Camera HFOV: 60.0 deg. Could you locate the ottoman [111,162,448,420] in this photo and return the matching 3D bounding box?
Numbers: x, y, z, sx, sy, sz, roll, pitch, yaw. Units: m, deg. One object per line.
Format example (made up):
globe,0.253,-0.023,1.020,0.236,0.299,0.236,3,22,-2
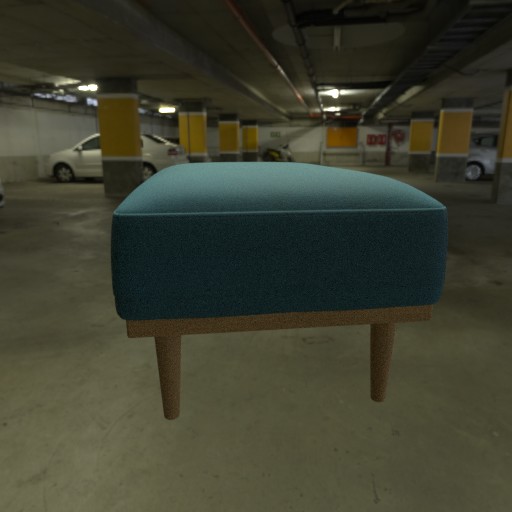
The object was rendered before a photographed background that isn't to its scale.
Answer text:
ottoman,0.000,0.000,1.055,0.549,0.428,0.749,-2,14,-8
